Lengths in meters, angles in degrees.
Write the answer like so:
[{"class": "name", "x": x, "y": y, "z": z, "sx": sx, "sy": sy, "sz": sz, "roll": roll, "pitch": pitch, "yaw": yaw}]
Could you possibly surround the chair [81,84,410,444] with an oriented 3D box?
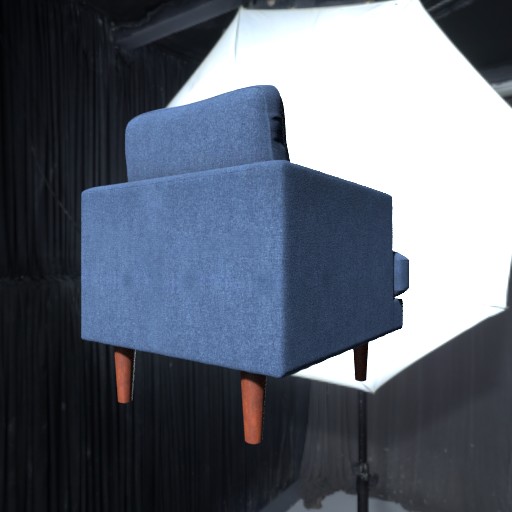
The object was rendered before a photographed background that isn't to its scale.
[{"class": "chair", "x": 0.000, "y": 0.000, "z": 1.612, "sx": 0.858, "sy": 0.957, "sz": 0.899, "roll": 0, "pitch": 0, "yaw": 36}]
